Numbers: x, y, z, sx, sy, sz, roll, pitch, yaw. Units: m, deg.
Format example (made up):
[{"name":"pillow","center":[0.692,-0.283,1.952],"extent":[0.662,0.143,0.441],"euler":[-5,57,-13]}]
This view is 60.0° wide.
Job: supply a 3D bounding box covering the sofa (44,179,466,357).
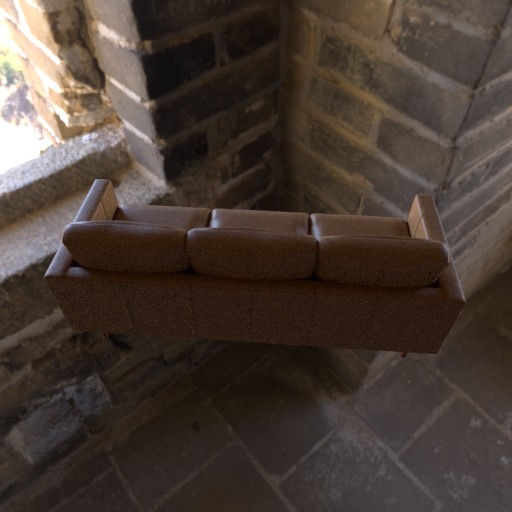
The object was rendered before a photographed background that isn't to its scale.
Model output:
[{"name":"sofa","center":[0.000,0.000,2.792],"extent":[2.231,0.930,0.903],"euler":[3,47,3]}]
